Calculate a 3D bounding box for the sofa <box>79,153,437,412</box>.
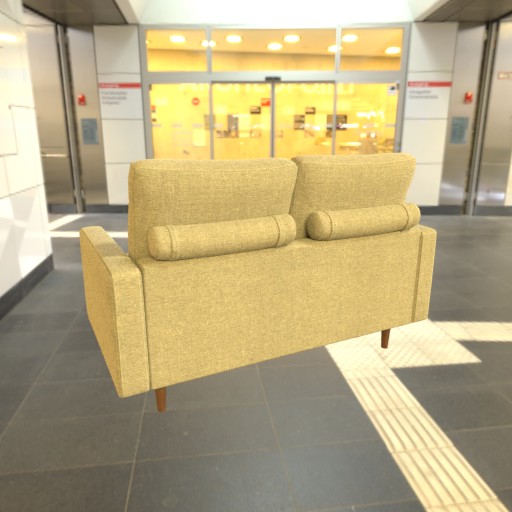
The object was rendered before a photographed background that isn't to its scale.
[{"bbox_3d":[0.000,0.000,2.001,1.407,0.907,0.842,-8,17,-26],"label":"sofa"}]
